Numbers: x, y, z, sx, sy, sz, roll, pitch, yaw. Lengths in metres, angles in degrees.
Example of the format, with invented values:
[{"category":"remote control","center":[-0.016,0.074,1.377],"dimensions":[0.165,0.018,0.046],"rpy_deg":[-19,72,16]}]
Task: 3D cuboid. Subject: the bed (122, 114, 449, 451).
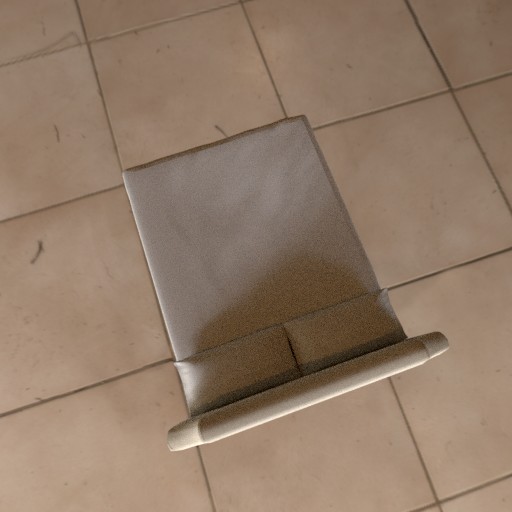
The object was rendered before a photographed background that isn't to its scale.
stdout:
[{"category":"bed","center":[0.000,0.000,3.348],"dimensions":[1.828,1.297,2.164],"rpy_deg":[-19,75,-5]}]
